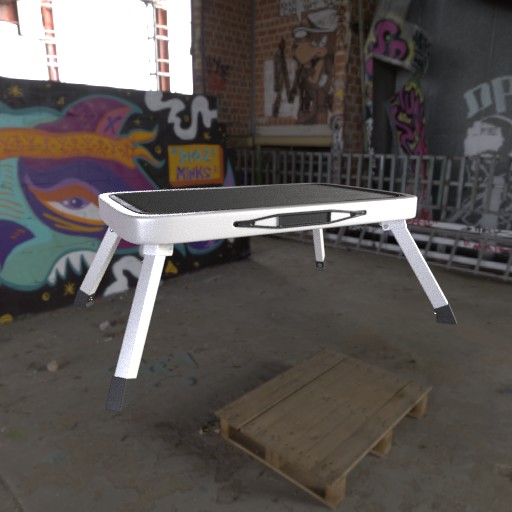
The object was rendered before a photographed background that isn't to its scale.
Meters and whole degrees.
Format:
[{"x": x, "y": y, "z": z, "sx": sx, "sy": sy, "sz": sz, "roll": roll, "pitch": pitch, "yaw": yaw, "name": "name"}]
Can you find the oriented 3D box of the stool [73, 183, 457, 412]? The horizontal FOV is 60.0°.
[{"x": 0.000, "y": 0.000, "z": 0.612, "sx": 0.460, "sy": 0.170, "sz": 0.320, "roll": -7, "pitch": 16, "yaw": -26, "name": "stool"}]
